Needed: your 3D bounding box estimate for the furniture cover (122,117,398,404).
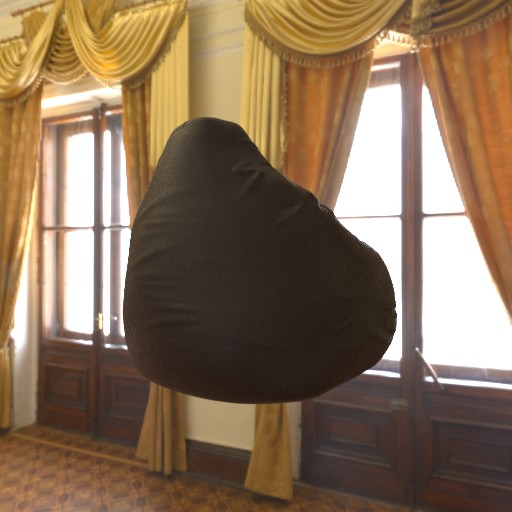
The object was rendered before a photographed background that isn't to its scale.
[{"bbox_3d":[0.000,0.000,1.892,1.070,0.990,1.070,0,-1,37],"label":"furniture cover"}]
